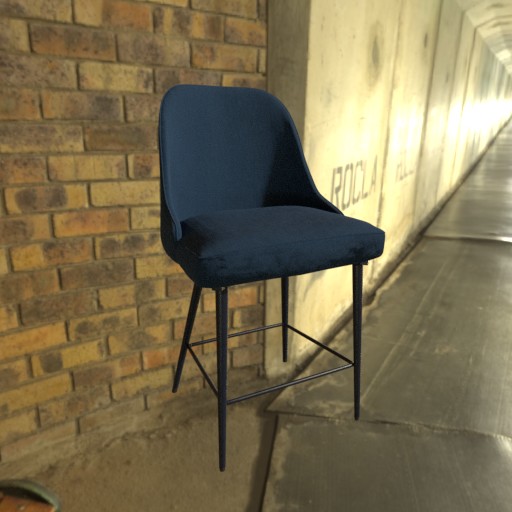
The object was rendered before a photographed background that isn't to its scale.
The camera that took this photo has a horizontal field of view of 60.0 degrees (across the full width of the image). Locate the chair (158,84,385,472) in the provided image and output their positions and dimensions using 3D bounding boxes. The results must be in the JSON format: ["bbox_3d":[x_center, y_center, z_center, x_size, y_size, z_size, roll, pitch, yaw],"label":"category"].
[{"bbox_3d":[0.000,0.000,1.230,0.526,0.927,0.489,-8,17,-27],"label":"chair"}]
